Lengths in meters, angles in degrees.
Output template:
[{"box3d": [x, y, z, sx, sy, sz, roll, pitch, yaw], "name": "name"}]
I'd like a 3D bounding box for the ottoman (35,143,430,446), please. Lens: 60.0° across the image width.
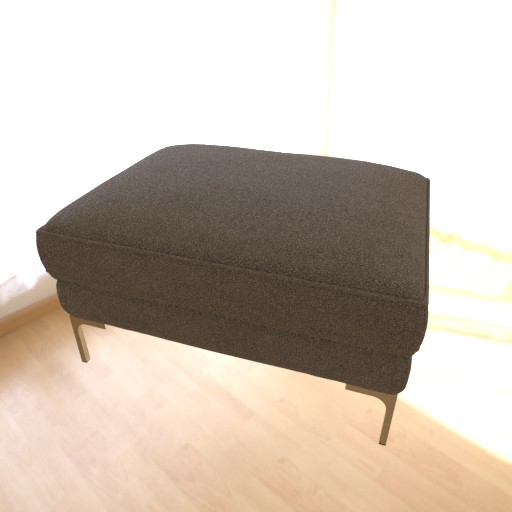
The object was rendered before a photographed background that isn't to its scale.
[{"box3d": [0.000, 0.000, 1.115, 0.785, 0.464, 0.583, 10, 33, 16], "name": "ottoman"}]
